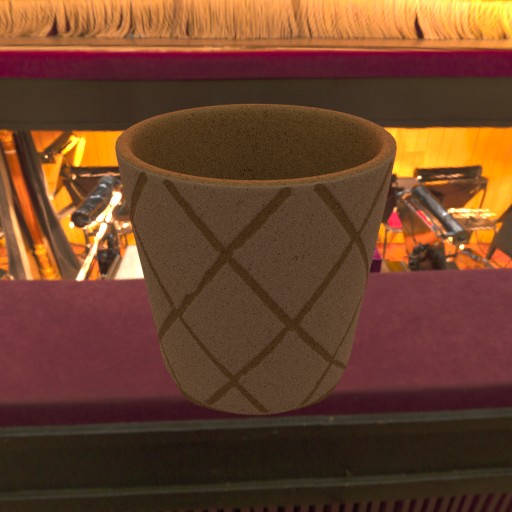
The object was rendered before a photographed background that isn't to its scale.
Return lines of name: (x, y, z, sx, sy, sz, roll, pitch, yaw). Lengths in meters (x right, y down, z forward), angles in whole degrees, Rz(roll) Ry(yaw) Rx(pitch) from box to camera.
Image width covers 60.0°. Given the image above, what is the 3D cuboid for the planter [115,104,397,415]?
planter: (0.000, 0.000, 0.360, 0.191, 0.199, 0.191, 0, 31, 0)
